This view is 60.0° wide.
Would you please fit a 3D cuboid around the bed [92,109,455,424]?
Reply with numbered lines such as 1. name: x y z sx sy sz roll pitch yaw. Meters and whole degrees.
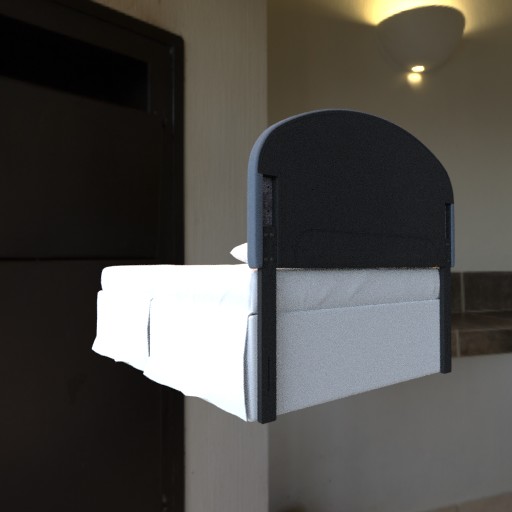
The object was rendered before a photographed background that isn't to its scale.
1. bed: 0.000 0.000 3.026 1.607 1.410 2.005 1 -1 -37
